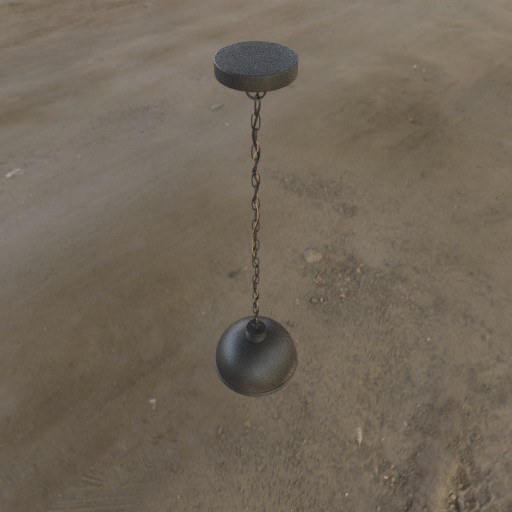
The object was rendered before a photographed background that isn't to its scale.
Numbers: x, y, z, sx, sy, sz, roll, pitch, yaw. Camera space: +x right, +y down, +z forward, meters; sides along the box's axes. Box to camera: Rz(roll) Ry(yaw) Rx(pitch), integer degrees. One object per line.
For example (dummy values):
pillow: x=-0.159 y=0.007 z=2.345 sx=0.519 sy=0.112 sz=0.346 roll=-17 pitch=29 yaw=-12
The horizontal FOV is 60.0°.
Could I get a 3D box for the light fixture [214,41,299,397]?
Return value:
light fixture: x=0.000 y=0.000 z=1.232 sx=0.304 sy=1.090 sz=0.304 roll=3 pitch=47 yaw=3
